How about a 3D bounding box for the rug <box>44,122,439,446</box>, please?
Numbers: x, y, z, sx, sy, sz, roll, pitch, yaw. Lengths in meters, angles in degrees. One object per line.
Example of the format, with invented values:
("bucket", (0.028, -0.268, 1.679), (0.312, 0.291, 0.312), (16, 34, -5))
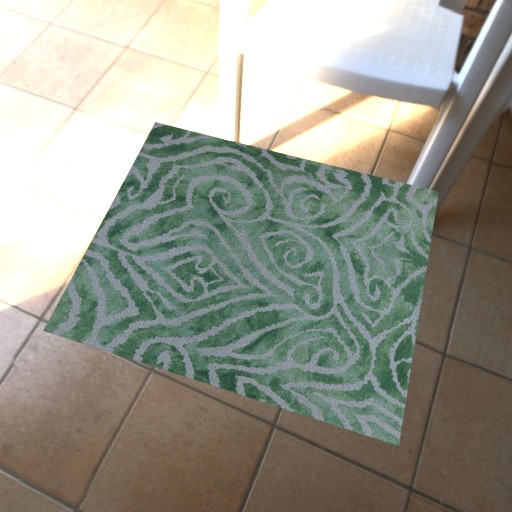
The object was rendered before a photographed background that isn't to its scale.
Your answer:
("rug", (0.000, 0.000, 4.095), (3.045, 0.007, 2.436), (16, 65, 7))
